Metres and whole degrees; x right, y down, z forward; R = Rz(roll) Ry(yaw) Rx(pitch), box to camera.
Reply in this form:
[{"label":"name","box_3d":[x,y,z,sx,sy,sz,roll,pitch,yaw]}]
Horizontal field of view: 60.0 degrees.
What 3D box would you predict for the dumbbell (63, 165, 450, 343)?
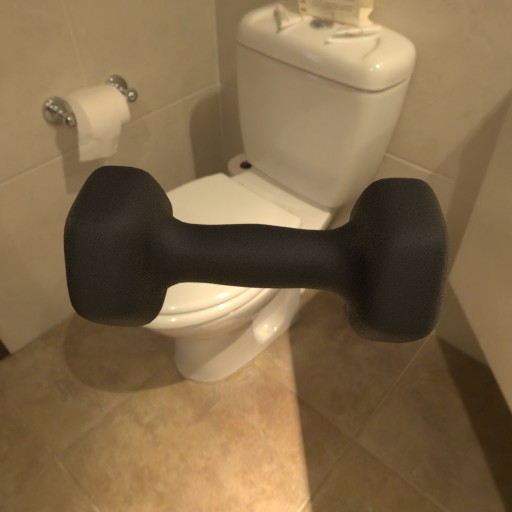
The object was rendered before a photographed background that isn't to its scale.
[{"label":"dumbbell","box_3d":[0.000,0.000,0.293,0.231,0.101,0.112,3,46,3]}]
